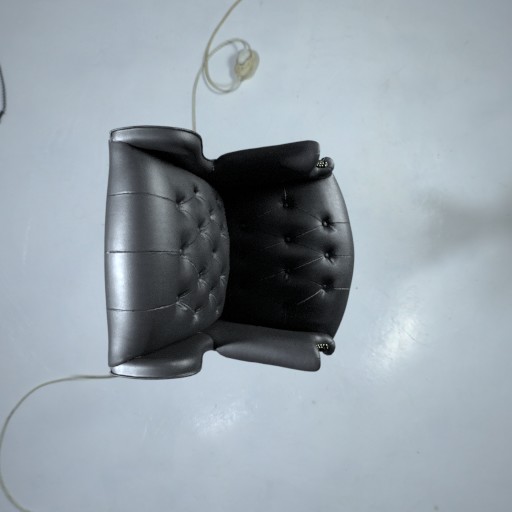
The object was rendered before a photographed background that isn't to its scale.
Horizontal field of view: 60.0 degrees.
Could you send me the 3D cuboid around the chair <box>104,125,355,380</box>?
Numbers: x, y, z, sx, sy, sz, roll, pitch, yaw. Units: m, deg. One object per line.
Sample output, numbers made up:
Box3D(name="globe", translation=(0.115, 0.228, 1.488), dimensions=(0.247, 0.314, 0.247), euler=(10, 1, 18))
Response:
Box3D(name="chair", translation=(0.000, 0.000, 1.685), dimensions=(0.822, 1.133, 0.831), euler=(0, 89, -1))
